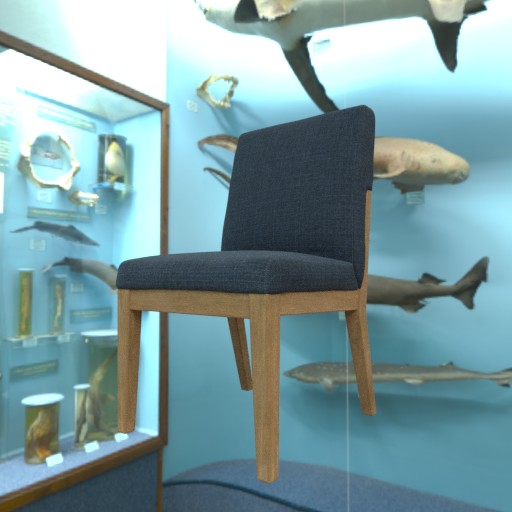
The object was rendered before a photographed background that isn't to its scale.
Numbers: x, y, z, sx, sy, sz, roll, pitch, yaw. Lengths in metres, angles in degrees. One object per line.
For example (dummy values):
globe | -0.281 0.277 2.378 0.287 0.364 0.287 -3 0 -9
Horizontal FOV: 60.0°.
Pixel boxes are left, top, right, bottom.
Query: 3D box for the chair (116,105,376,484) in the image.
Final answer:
chair | 0.000 0.000 1.236 0.507 0.911 0.586 -2 -3 37
